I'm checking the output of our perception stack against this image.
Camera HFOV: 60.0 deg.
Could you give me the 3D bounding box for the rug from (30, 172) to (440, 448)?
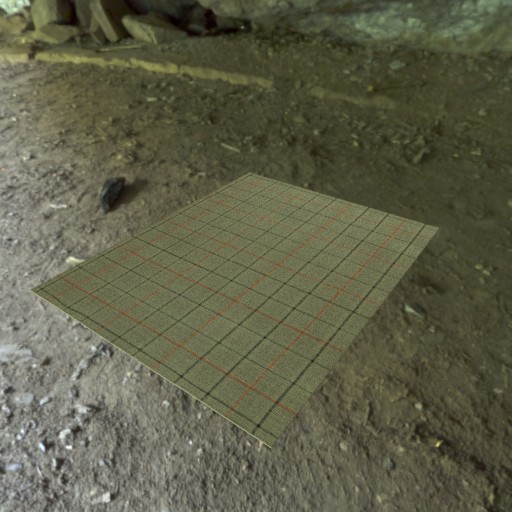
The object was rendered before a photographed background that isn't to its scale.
[{"bbox_3d":[0.000,0.000,4.116,2.444,0.012,3.048,22,40,29],"label":"rug"}]
